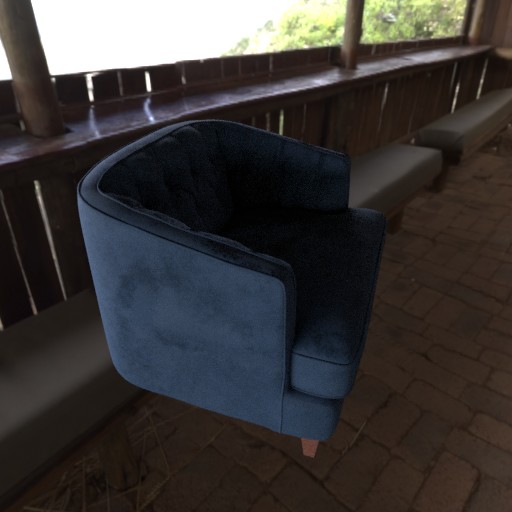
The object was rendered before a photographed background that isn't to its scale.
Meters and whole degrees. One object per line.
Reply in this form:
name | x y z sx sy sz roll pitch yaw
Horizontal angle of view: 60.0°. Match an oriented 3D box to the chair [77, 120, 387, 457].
chair | 0.000 0.000 1.742 0.940 0.852 1.094 10 32 16
